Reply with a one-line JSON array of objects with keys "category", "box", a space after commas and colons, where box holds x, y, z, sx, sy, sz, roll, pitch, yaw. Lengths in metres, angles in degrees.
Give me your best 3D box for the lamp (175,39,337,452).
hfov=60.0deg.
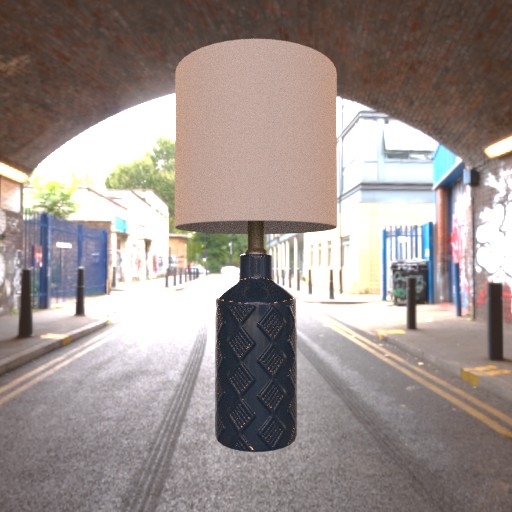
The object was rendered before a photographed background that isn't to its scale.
[{"category": "lamp", "box": [0.000, 0.000, 0.572, 0.207, 0.461, 0.207, -1, -1, 36]}]
